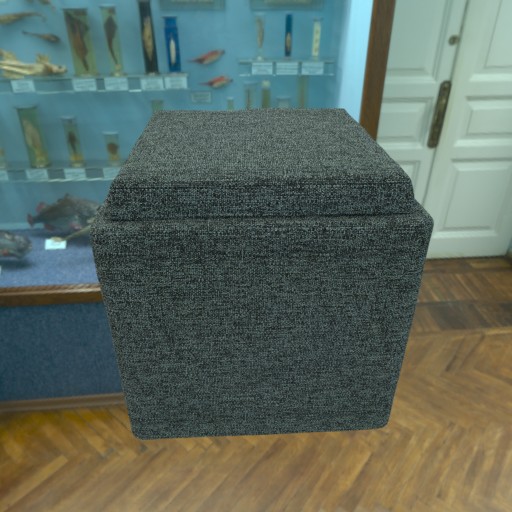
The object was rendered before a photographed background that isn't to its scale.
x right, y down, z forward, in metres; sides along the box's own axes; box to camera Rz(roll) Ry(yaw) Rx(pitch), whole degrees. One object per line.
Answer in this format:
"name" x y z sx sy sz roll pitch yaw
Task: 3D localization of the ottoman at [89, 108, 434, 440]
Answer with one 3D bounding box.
"ottoman" 0.000 0.000 0.828 0.450 0.463 0.450 -2 31 -3
